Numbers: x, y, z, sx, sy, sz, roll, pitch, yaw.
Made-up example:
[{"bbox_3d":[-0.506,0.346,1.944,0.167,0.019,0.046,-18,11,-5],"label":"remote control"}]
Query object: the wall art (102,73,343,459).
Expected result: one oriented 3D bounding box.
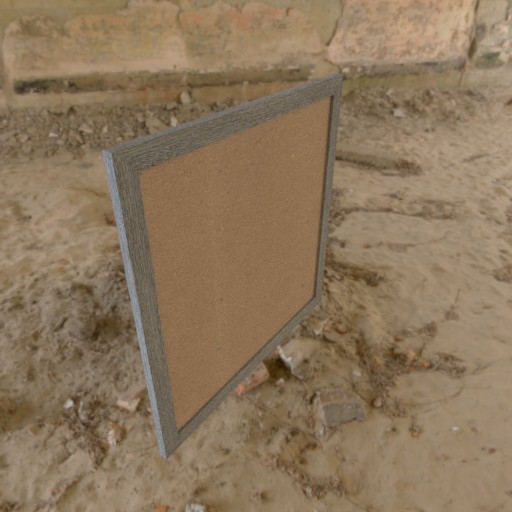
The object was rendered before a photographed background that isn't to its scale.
[{"bbox_3d":[0.000,0.000,1.014,0.020,0.685,0.685,21,38,30],"label":"wall art"}]
